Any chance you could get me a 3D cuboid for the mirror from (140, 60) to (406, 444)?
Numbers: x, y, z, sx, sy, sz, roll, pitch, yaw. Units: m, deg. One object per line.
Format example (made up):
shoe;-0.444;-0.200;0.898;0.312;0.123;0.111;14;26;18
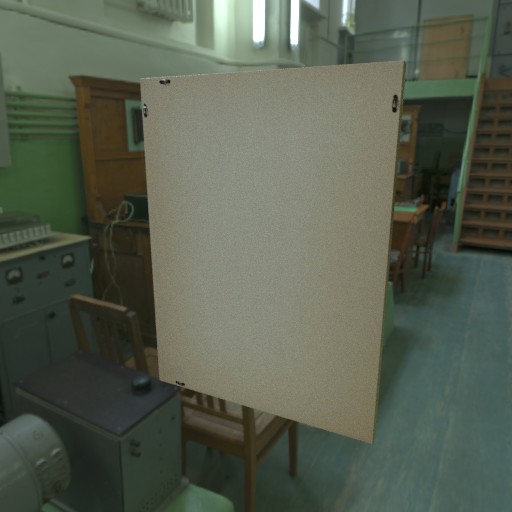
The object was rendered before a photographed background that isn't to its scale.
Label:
mirror;0.000;0.000;1.312;0.762;1.016;0.040;8;17;26
